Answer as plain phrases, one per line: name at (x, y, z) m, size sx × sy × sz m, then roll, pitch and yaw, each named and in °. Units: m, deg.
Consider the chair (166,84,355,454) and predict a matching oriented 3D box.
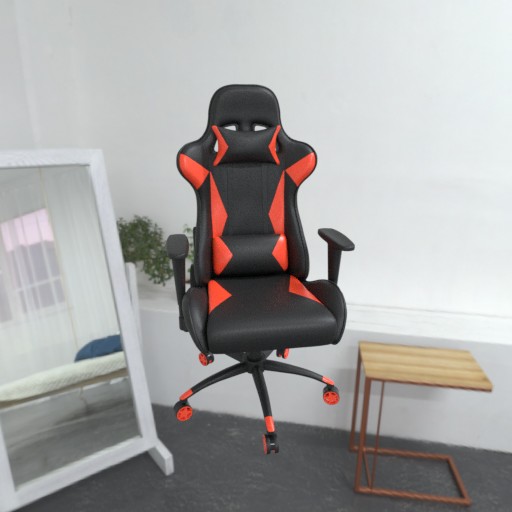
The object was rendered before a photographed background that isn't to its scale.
chair at (0.000, 0.000, 1.717) m, size 0.695 × 1.282 × 0.730 m, roll -3°, pitch 17°, yaw -9°
